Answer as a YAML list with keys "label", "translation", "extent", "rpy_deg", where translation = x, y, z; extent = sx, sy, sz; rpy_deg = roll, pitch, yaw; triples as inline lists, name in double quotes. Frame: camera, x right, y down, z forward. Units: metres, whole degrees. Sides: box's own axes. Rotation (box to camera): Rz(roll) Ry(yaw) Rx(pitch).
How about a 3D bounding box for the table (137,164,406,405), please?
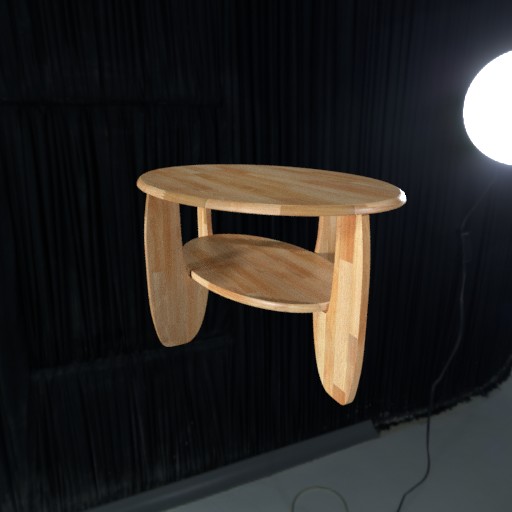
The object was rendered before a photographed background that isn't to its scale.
- label: "table"
  translation: [0.000, 0.000, 1.407]
  extent: [0.690, 0.490, 1.040]
  rpy_deg: [-8, 18, -25]
